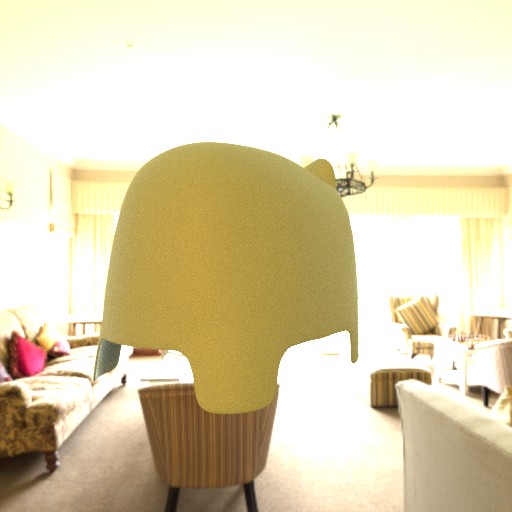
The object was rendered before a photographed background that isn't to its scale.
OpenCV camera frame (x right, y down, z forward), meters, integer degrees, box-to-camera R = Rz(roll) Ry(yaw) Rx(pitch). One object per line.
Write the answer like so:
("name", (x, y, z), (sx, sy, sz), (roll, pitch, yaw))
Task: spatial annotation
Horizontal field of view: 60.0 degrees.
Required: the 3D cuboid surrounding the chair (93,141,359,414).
("chair", (0.000, 0.000, 0.880), (0.364, 0.423, 0.619), (-1, -1, 36))
